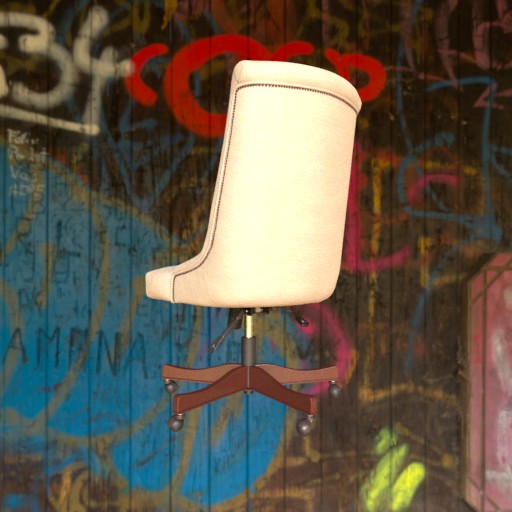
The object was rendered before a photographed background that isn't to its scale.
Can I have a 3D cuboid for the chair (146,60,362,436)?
[{"bbox_3d":[0.000,0.000,1.465,0.645,1.010,0.696,0,0,-37],"label":"chair"}]
